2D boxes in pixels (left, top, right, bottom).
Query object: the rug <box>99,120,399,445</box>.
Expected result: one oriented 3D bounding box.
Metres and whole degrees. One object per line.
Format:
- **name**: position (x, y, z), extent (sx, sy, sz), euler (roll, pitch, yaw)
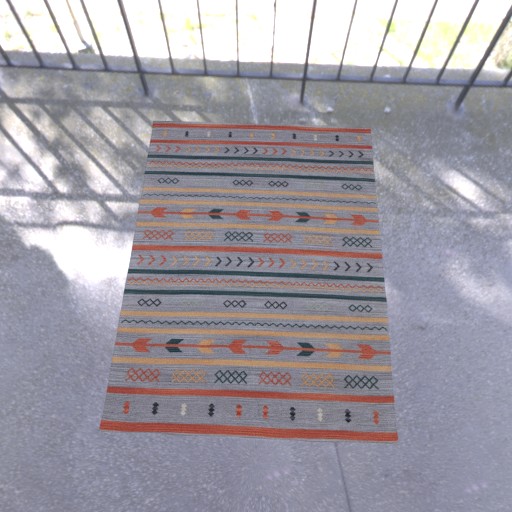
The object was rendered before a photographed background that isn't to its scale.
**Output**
- **rug**: position (0.000, 0.000, 3.959), extent (2.263, 0.022, 3.029), euler (2, 65, 1)
